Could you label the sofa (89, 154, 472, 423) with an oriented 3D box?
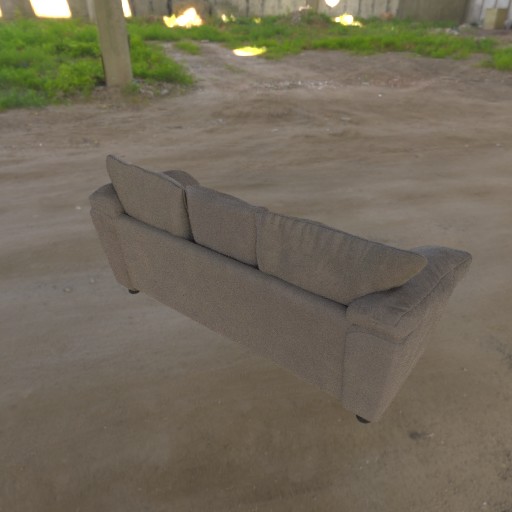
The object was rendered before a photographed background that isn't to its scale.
[{"bbox_3d":[0.000,0.000,2.827,2.336,1.073,0.878,22,37,32],"label":"sofa"}]
